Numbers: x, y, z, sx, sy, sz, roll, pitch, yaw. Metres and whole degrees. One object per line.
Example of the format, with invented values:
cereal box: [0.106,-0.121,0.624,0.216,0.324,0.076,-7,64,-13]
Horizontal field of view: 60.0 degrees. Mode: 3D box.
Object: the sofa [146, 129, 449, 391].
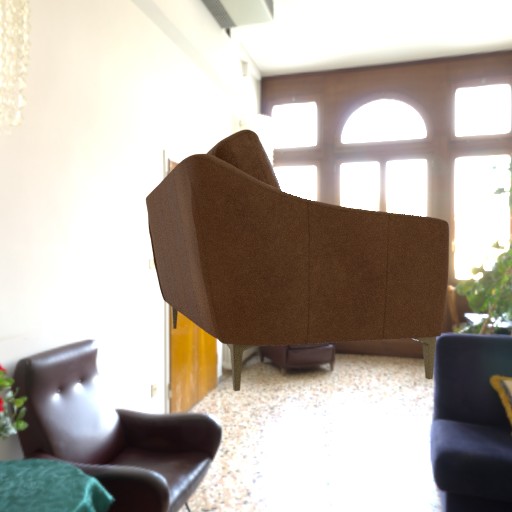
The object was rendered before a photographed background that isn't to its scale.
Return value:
sofa: [0.000,0.000,2.213,0.960,0.902,1.619,0,1,-20]
